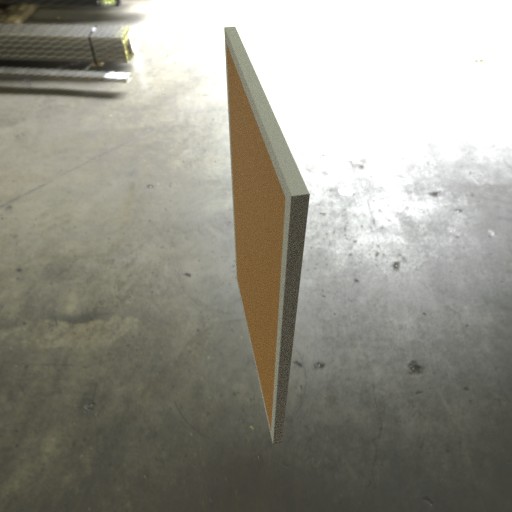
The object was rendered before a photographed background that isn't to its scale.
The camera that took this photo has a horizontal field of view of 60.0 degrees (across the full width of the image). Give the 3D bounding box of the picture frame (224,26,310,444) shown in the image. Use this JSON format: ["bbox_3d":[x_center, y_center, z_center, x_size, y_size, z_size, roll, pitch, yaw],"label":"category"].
[{"bbox_3d":[0.000,0.000,0.554,0.013,0.434,0.305,-8,47,-8],"label":"picture frame"}]
